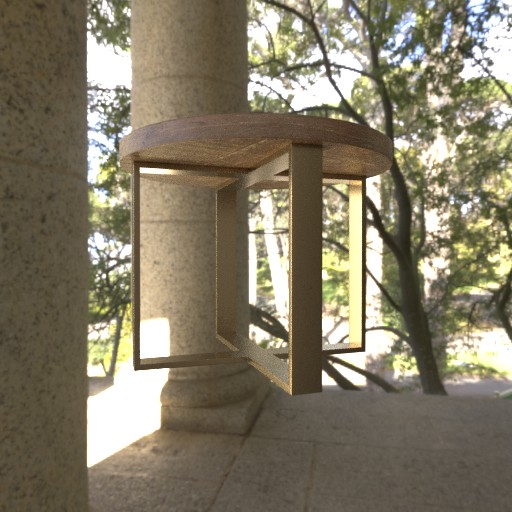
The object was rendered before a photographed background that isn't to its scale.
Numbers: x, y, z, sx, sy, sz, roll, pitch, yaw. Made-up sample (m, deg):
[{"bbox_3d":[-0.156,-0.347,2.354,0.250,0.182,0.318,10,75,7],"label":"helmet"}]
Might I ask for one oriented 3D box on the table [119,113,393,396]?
[{"bbox_3d":[0.000,0.000,0.948,0.557,0.437,0.557,0,1,0],"label":"table"}]
